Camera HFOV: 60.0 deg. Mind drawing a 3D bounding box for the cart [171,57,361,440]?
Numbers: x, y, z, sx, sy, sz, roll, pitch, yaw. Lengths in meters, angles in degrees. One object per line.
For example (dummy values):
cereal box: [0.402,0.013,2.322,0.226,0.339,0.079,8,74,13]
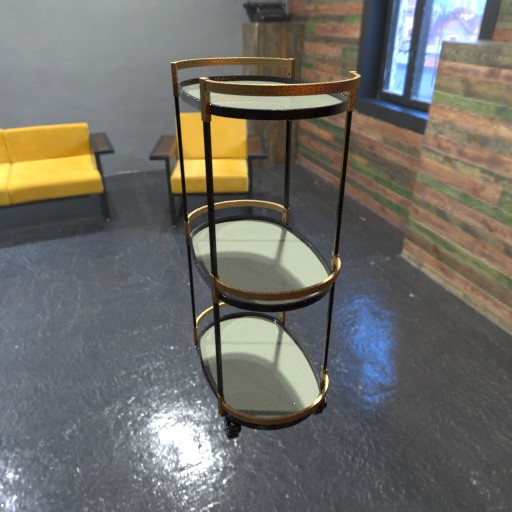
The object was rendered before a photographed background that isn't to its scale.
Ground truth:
cart: [0.000,0.000,1.122,0.311,0.885,0.515,-10,30,-17]
